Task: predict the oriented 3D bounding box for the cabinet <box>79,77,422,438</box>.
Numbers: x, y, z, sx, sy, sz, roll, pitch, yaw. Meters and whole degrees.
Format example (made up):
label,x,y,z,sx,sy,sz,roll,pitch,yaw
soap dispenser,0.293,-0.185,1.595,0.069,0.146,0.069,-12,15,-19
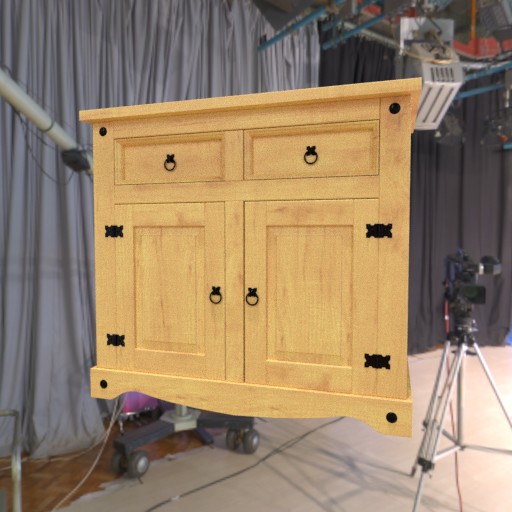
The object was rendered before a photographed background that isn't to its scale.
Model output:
label,x,y,z,sx,sy,sz,roll,pitch,yaw
cabinet,0.000,0.000,1.369,0.920,0.840,0.450,1,3,17
